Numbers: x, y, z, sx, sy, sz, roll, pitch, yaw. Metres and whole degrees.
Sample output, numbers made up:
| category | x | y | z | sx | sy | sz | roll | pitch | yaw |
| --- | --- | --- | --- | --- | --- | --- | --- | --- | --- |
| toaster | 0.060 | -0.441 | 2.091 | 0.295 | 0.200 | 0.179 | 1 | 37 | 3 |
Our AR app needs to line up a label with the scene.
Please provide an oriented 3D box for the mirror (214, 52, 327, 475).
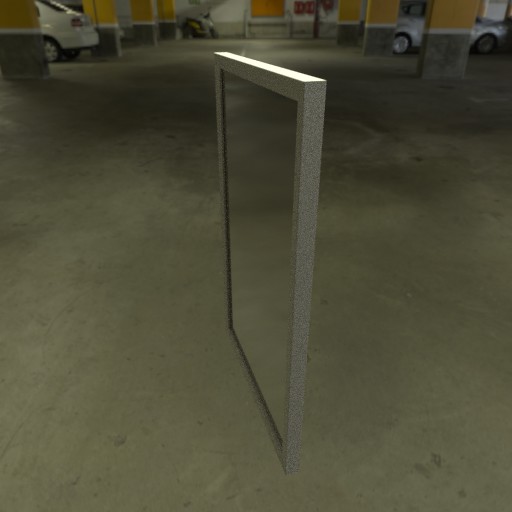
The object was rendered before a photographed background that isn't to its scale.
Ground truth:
| category | x | y | z | sx | sy | sz | roll | pitch | yaw |
| --- | --- | --- | --- | --- | --- | --- | --- | --- | --- |
| mirror | 0.000 | 0.000 | 1.140 | 0.041 | 0.914 | 0.609 | -9 | 30 | -15 |
